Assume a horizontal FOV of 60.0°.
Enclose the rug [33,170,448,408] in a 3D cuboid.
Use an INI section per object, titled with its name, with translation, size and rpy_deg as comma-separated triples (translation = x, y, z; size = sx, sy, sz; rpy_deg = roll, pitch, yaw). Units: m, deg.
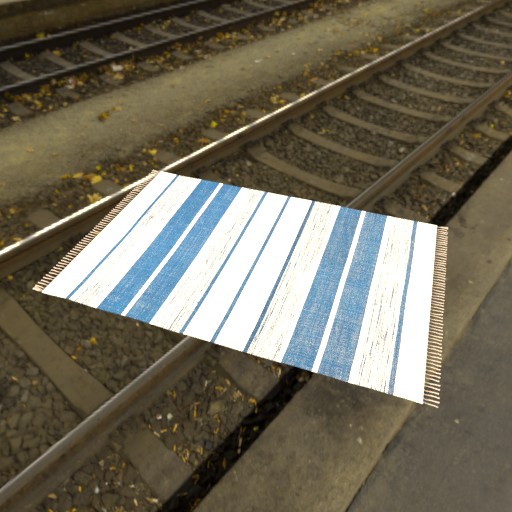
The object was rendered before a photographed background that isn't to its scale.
[rug]
translation = 0.000, 0.000, 3.009
size = 2.441, 0.010, 1.532
rpy_deg = 13, 43, 14
